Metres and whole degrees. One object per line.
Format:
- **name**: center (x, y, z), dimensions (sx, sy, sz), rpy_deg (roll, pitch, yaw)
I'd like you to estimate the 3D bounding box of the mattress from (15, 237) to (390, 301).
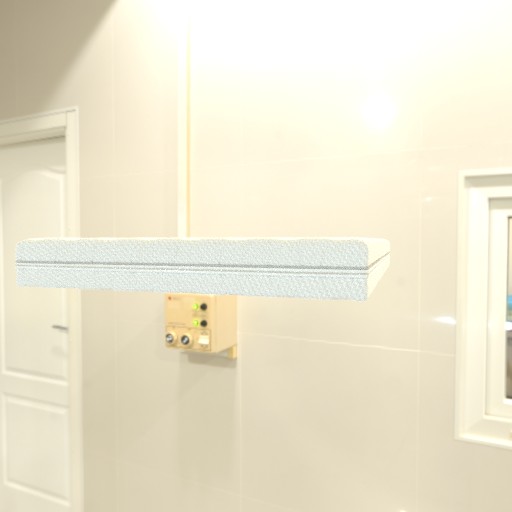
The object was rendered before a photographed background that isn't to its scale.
- **mattress**: center (0.000, 0.000, 2.518), dimensions (1.400, 0.200, 2.000), rpy_deg (1, 2, 19)
